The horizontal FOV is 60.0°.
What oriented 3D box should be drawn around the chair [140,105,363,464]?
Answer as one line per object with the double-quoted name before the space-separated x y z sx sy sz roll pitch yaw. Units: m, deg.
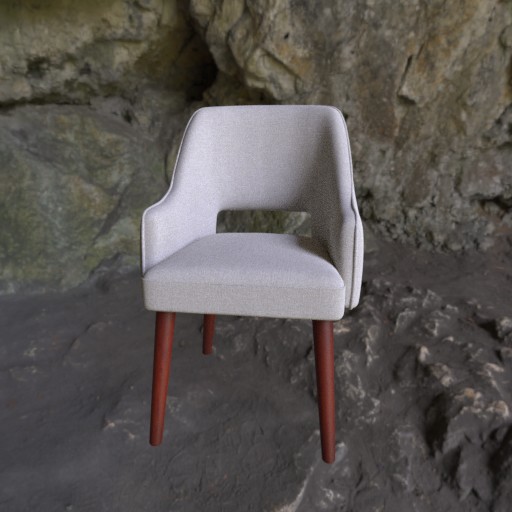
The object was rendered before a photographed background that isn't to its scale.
"chair" 0.000 0.000 1.236 0.560 0.840 0.580 2 14 8
